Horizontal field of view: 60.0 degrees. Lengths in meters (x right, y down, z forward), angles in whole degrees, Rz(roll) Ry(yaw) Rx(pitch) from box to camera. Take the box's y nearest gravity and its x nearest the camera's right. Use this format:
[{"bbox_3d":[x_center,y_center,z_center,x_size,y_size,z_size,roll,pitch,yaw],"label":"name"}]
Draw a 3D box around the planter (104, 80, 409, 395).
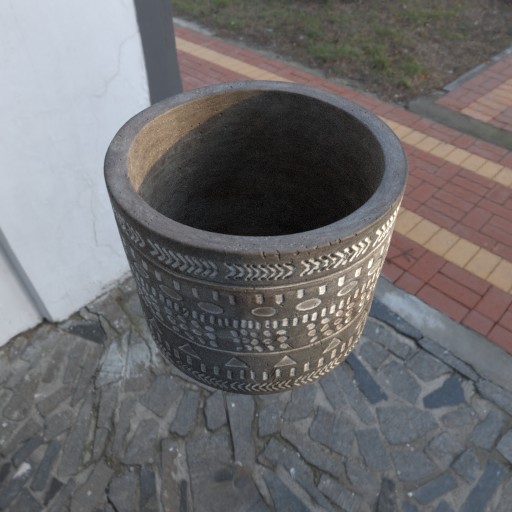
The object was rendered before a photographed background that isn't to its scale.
[{"bbox_3d":[0.000,0.000,0.225,0.122,0.128,0.122,0,46,0],"label":"planter"}]
